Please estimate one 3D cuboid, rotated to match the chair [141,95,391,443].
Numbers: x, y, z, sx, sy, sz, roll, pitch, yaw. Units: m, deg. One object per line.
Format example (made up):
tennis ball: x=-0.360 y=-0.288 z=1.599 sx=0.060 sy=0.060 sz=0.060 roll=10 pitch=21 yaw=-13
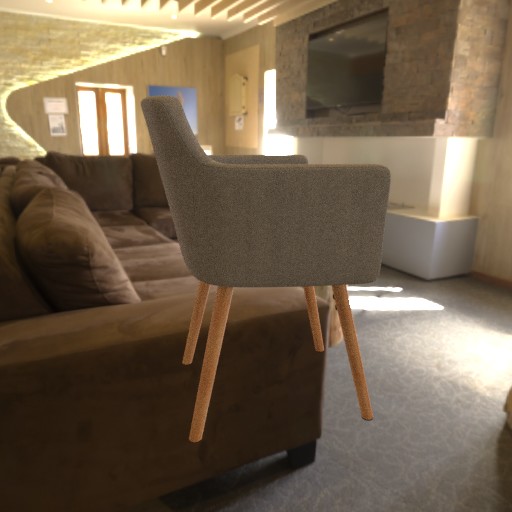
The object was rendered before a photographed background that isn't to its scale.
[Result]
chair: x=0.000 y=0.000 z=1.167 sx=0.540 sy=0.780 sz=0.570 roll=-3 pitch=15 yaw=-11
